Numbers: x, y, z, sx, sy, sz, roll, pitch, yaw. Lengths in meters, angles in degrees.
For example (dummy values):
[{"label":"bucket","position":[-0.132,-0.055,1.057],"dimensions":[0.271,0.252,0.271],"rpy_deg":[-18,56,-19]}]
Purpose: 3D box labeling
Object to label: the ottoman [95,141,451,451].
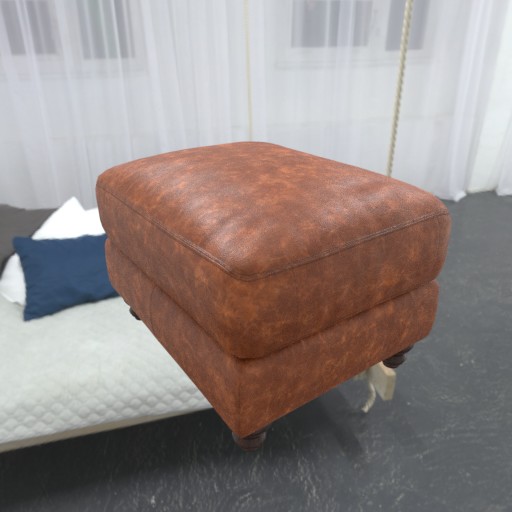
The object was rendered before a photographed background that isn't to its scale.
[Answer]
[{"label":"ottoman","position":[0.000,0.000,1.248],"dimensions":[0.657,0.562,0.832],"rpy_deg":[-17,30,-31]}]
